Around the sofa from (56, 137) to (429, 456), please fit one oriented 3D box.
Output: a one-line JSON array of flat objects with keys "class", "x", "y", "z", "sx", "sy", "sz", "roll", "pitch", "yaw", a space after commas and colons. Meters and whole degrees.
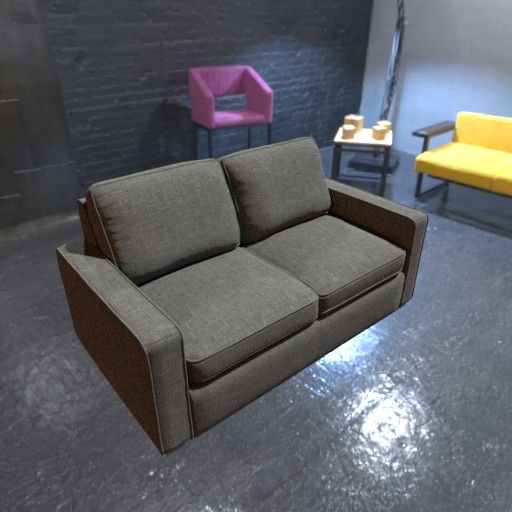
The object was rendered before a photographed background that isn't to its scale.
[{"class": "sofa", "x": 0.000, "y": 0.000, "z": 2.294, "sx": 1.709, "sy": 0.918, "sz": 0.947, "roll": -22, "pitch": 36, "yaw": -34}]
